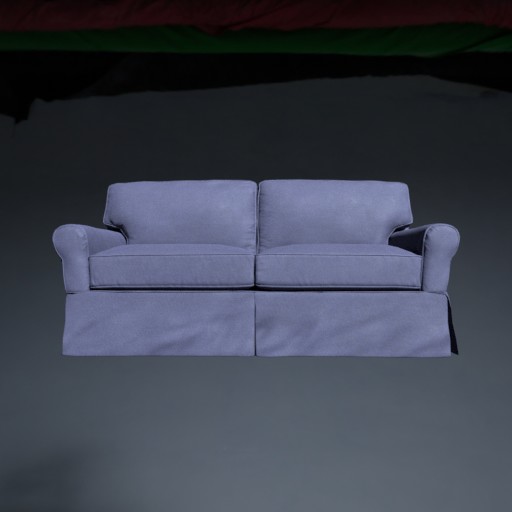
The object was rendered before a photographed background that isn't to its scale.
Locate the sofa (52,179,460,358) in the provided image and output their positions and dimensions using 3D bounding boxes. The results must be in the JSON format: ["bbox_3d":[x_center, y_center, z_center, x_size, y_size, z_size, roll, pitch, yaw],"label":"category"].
[{"bbox_3d":[0.000,0.000,2.837,2.256,1.094,0.983,0,-1,1],"label":"sofa"}]
